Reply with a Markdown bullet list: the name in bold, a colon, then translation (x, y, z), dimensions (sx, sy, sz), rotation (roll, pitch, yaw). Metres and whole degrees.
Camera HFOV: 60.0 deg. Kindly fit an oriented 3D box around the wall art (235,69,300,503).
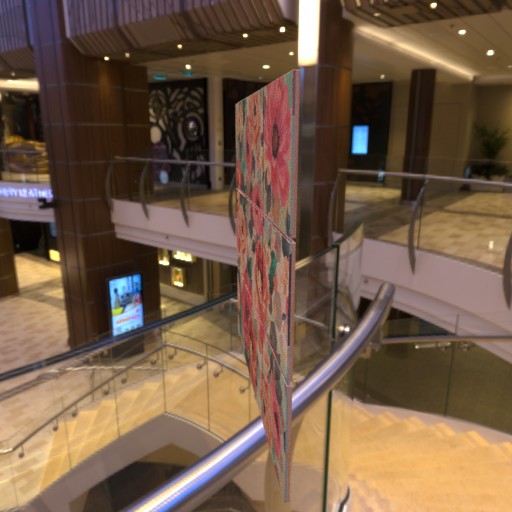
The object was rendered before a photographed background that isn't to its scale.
- **wall art**: translation (0.000, 0.000, 1.316), dimensions (0.012, 0.910, 0.911), rotation (-2, 15, -9)
